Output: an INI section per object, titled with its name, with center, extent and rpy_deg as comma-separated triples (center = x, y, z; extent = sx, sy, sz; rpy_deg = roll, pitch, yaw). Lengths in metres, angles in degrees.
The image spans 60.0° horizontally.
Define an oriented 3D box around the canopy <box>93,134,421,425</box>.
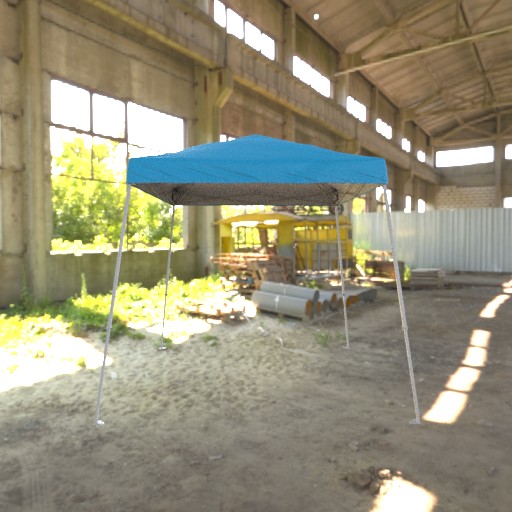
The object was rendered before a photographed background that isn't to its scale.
[canopy]
center = 0.000, 0.000, 6.613
extent = 3.600, 3.600, 3.599
rpy_deg = 0, 2, -1
